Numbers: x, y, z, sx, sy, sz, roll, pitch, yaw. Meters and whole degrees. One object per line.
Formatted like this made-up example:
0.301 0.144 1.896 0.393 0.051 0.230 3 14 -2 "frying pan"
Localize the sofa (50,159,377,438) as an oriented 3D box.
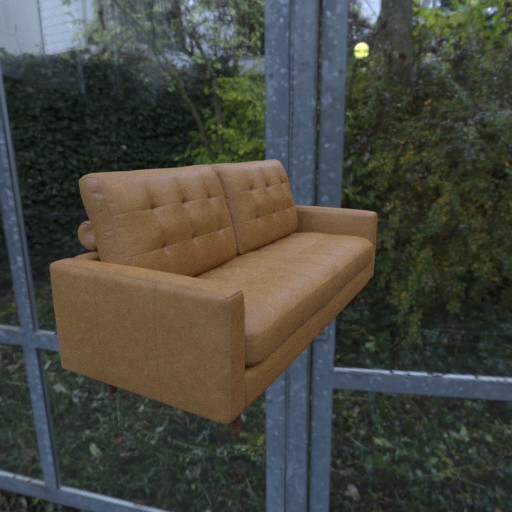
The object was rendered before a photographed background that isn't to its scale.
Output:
0.000 0.000 2.239 0.850 0.898 1.821 8 16 27 "sofa"
